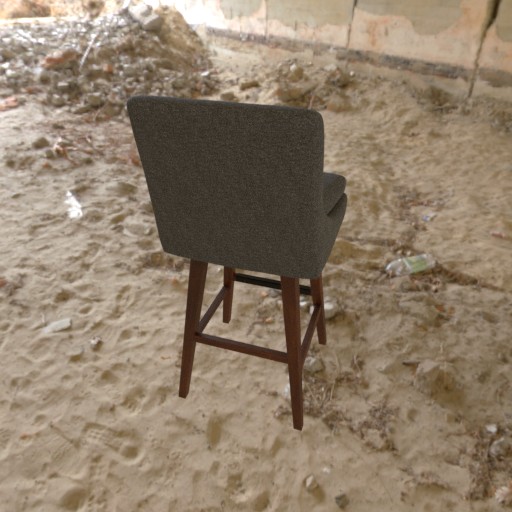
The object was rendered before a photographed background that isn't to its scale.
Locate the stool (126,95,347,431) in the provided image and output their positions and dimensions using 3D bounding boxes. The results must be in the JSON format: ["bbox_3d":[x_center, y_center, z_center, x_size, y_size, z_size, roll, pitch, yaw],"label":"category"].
[{"bbox_3d":[0.000,0.000,1.414,0.489,1.068,0.572,10,34,15],"label":"stool"}]
